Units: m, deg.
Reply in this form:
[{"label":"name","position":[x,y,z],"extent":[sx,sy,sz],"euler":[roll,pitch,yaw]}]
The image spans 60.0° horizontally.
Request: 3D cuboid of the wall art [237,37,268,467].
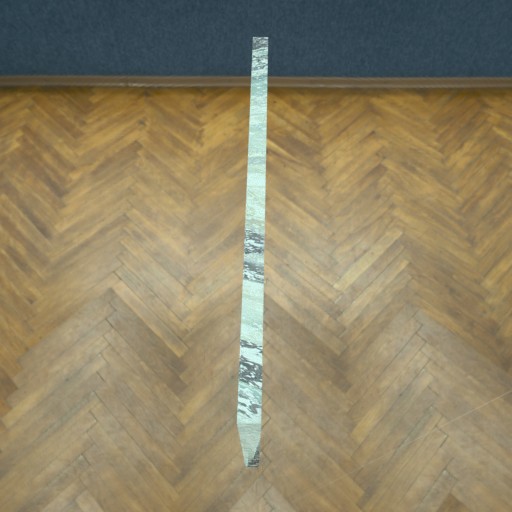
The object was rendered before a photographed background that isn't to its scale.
[{"label":"wall art","position":[0.000,0.000,1.131],"extent":[0.038,0.598,0.919],"euler":[1,59,1]}]
